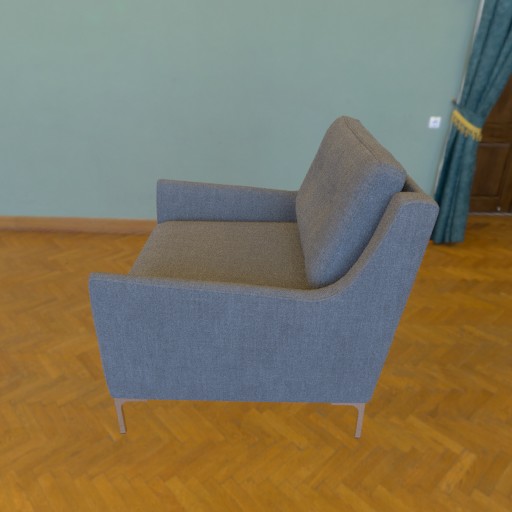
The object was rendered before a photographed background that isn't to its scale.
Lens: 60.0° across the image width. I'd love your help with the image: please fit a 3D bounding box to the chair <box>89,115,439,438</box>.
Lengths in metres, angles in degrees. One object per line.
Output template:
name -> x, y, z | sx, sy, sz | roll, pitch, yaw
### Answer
chair -> 0.000, 0.000, 1.513 | 0.849, 0.828, 0.847 | 1, 27, 1
